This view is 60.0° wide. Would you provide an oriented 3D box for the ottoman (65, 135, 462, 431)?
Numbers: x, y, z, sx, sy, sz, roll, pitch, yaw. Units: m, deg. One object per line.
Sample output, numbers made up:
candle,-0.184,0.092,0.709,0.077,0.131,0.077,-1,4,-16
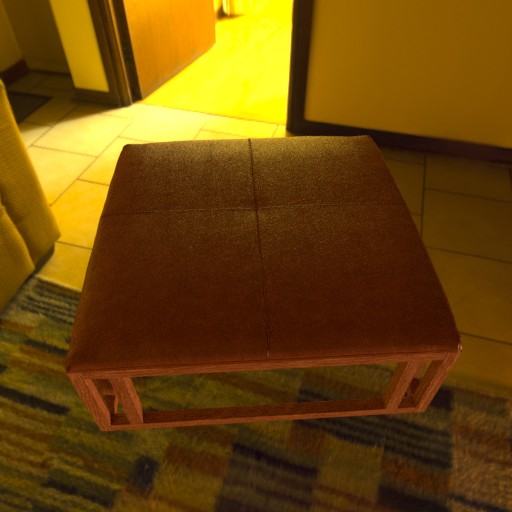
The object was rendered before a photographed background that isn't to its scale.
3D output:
ottoman,0.000,0.000,1.569,1.016,0.442,1.013,-3,46,-2
